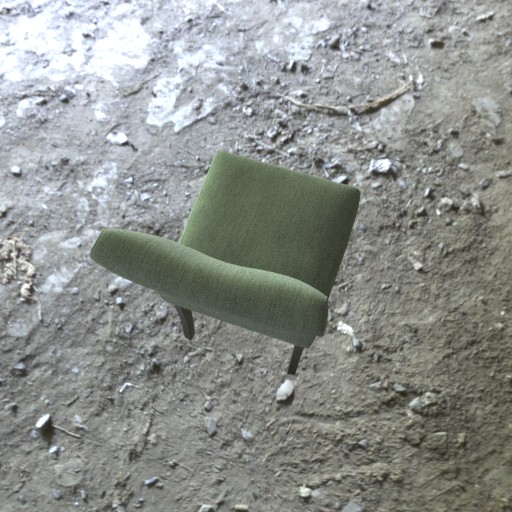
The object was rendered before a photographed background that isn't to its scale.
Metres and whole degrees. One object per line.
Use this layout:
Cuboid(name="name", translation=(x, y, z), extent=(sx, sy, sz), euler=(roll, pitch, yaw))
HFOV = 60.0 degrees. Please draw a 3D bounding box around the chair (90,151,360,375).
Cuboid(name="chair", translation=(0.000, 0.000, 1.272), extent=(0.487, 0.884, 0.629), euler=(17, 65, 8))
